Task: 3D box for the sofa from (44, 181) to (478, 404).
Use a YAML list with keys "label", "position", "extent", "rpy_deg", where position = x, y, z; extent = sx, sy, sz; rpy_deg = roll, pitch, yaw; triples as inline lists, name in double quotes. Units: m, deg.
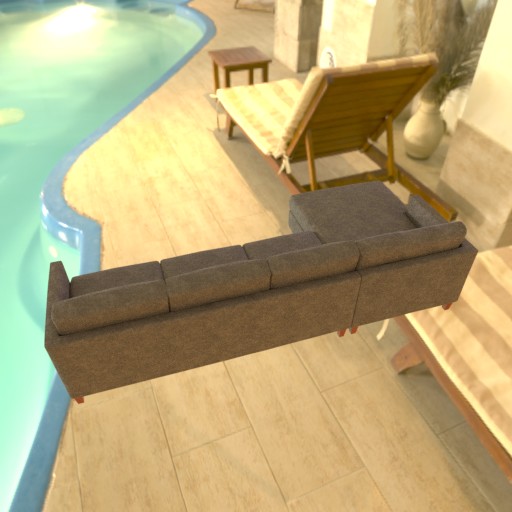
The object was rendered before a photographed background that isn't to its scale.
- label: "sofa"
  position: [0.000, 0.000, 4.079]
  extent: [3.471, 0.954, 1.606]
  rpy_deg: [-11, 42, -13]
